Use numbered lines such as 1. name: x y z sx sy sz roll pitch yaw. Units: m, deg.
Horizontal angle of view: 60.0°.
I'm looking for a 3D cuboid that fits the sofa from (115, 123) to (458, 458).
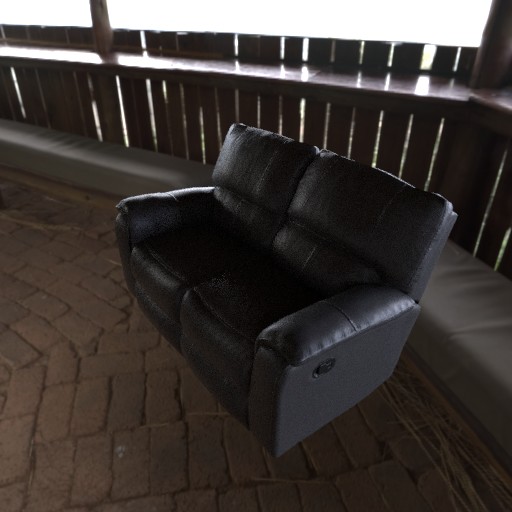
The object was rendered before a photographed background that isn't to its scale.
1. sofa: 0.000 0.000 2.501 1.104 1.111 1.765 -21 36 -31
